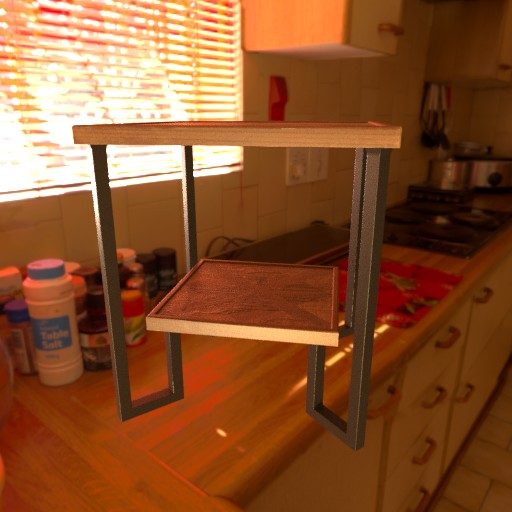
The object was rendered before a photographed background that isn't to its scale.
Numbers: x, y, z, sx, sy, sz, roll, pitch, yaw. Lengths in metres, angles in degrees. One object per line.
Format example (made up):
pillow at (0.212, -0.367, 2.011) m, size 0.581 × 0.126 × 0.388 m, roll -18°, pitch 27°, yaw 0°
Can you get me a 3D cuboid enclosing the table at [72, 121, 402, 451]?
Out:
table at (0.000, 0.000, 0.977) m, size 0.503 × 0.563 × 0.503 m, roll 3°, pitch 18°, yaw 10°
